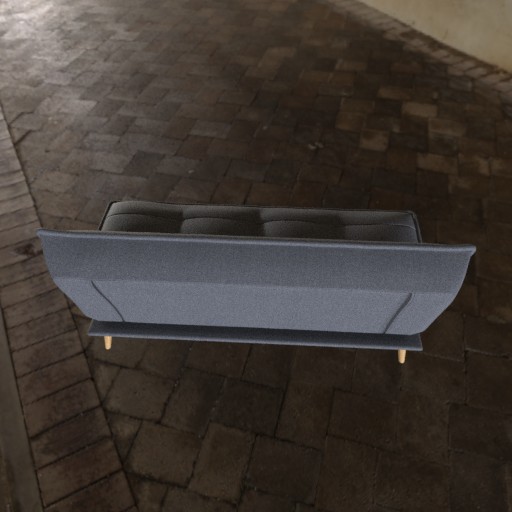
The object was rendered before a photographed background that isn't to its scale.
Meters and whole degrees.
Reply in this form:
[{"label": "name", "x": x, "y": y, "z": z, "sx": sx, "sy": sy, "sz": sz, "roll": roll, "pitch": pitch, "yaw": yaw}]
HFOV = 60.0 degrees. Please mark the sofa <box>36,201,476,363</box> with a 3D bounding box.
[{"label": "sofa", "x": 0.000, "y": 0.000, "z": 2.459, "sx": 1.940, "sy": 0.890, "sz": 0.950, "roll": 2, "pitch": 47, "yaw": 2}]
